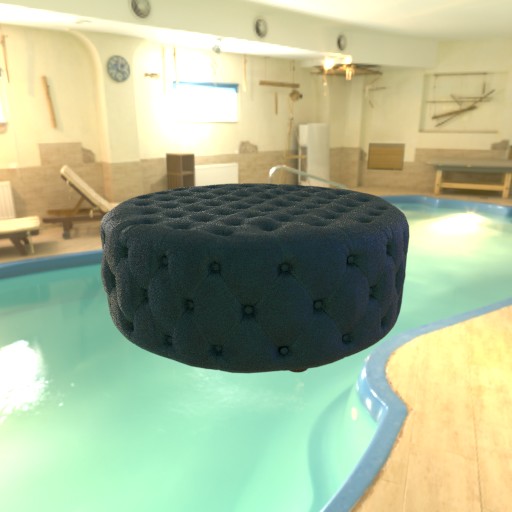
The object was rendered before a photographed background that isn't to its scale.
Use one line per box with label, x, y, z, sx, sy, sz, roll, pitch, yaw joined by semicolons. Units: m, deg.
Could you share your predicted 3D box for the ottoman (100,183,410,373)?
ottoman;0.000;0.000;1.530;0.998;0.398;0.998;0;17;0
